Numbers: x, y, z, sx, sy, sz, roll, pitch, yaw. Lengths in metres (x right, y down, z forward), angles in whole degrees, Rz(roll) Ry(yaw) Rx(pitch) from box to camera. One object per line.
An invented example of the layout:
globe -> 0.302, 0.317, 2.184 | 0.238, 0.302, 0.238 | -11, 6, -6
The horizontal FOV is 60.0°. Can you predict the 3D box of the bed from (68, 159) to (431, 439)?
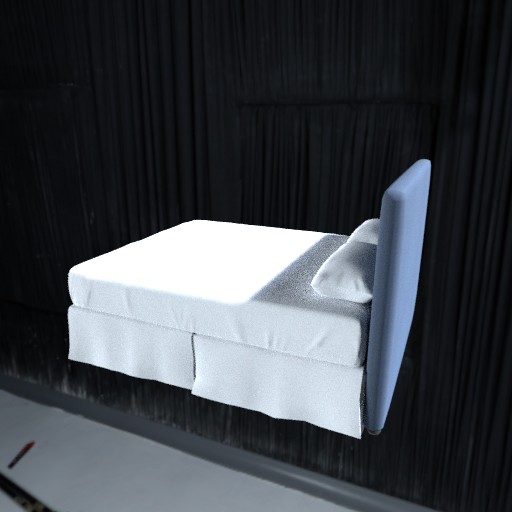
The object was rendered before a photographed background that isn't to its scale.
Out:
bed -> 0.000, 0.000, 3.208 | 2.162, 1.330, 1.713 | 8, 19, 23
